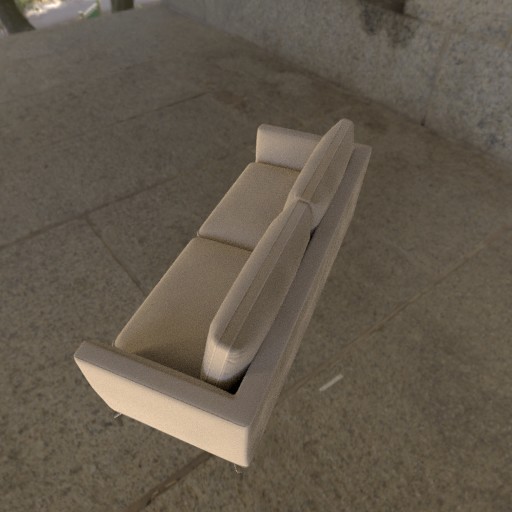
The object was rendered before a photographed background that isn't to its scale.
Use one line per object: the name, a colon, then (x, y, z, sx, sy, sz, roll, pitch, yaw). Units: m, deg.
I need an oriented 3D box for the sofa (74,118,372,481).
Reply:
sofa: (0.000, 0.000, 2.705, 0.868, 1.005, 2.214, 17, 48, 16)
